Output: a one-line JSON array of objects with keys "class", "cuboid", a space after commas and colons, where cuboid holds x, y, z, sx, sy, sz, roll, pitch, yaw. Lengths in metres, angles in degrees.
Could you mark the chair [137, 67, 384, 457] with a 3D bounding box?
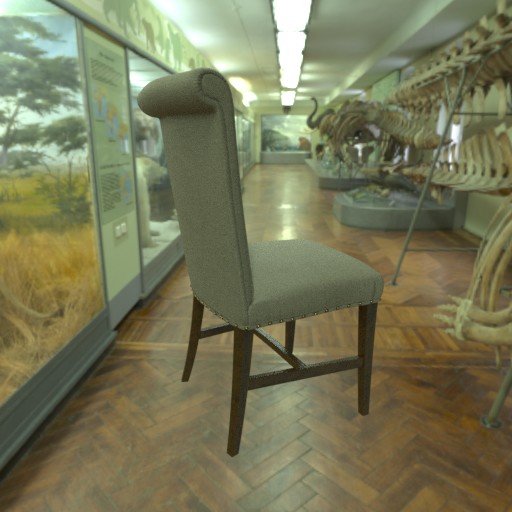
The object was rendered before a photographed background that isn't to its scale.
[{"class": "chair", "cuboid": [0.000, 0.000, 1.360, 0.608, 0.988, 0.513, -7, 17, -26]}]
